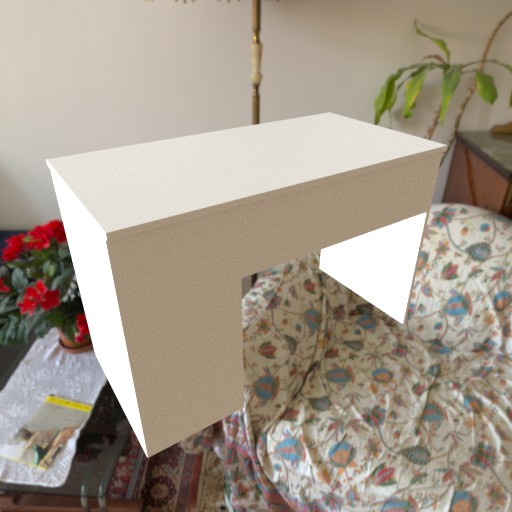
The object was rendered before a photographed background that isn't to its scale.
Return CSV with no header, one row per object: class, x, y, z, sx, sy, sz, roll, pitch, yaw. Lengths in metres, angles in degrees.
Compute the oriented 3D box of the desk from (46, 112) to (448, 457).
desk,0.000,0.000,1.537,1.097,0.735,0.560,-19,35,-29
